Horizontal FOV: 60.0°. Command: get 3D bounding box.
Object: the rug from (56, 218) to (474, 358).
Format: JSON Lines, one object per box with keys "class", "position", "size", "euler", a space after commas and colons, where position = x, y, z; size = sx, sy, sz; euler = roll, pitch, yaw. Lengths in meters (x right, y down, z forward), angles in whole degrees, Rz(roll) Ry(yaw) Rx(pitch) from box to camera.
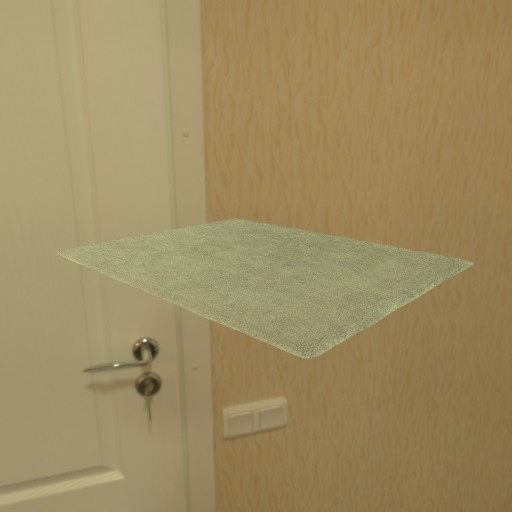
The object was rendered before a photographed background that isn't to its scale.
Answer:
{"class": "rug", "position": [0.000, 0.000, 3.895], "size": [2.933, 0.027, 2.332], "euler": [14, 21, 42]}
